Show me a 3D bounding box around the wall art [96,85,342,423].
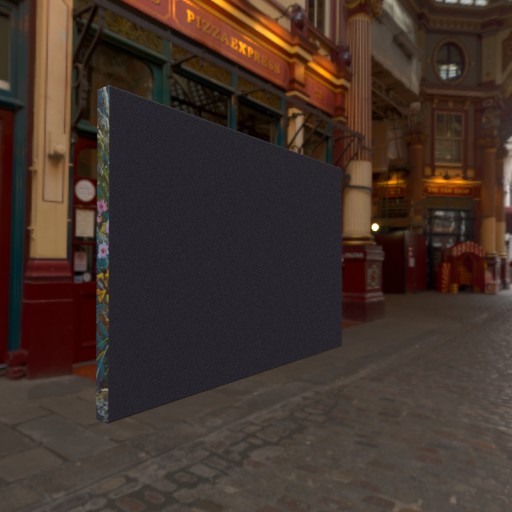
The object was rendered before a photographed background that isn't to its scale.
[{"bbox_3d":[0.000,0.000,1.161,0.037,0.604,0.908,0,-1,38],"label":"wall art"}]
